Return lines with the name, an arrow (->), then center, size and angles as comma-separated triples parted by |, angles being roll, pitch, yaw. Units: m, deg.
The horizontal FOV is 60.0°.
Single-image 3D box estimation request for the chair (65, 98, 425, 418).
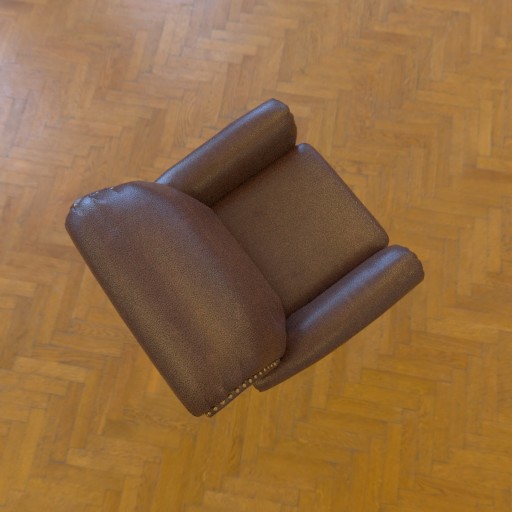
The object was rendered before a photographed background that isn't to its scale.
chair -> 0.000, 0.000, 1.605 | 0.890, 0.927, 0.854 | -36, 78, -9
